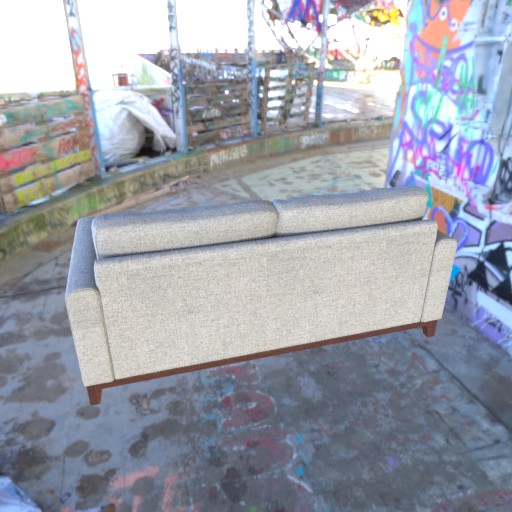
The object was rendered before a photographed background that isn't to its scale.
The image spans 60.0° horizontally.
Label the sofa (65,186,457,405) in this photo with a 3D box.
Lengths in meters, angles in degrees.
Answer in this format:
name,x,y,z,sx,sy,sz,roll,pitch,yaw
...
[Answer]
name,x,y,z,sx,sy,sz,roll,pitch,yaw
sofa,0.000,0.000,2.587,1.978,0.892,0.969,-7,27,-15
